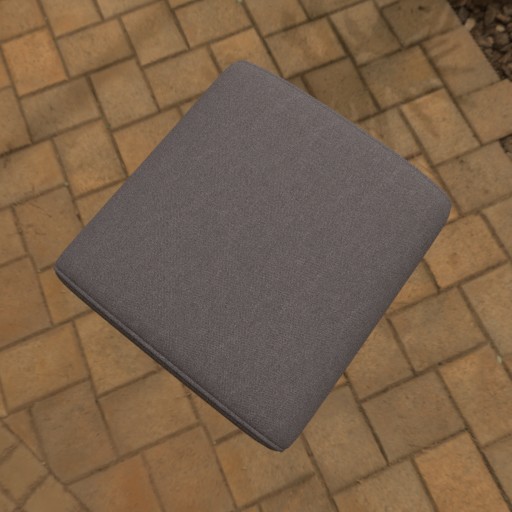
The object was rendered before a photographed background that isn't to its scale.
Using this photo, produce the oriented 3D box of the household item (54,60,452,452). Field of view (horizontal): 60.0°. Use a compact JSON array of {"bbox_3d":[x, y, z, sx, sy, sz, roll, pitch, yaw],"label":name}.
[{"bbox_3d":[0.000,0.000,0.890,0.530,0.410,0.530,36,79,8],"label":"household item"}]
